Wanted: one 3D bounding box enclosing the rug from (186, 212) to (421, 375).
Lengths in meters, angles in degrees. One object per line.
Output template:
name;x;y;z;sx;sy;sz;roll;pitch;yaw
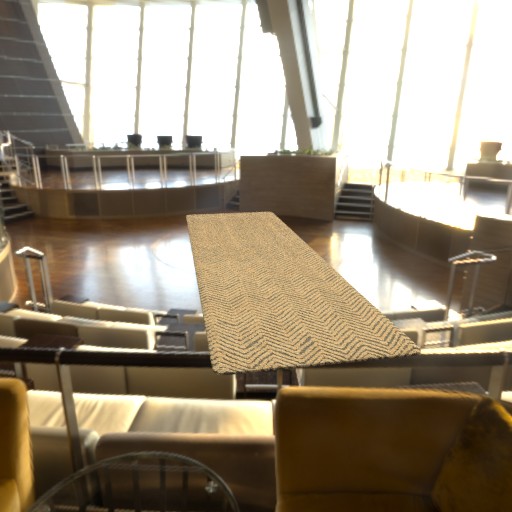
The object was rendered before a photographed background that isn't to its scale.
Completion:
rug;0.000;0.000;2.448;0.686;0.008;2.286;-3;18;-10
